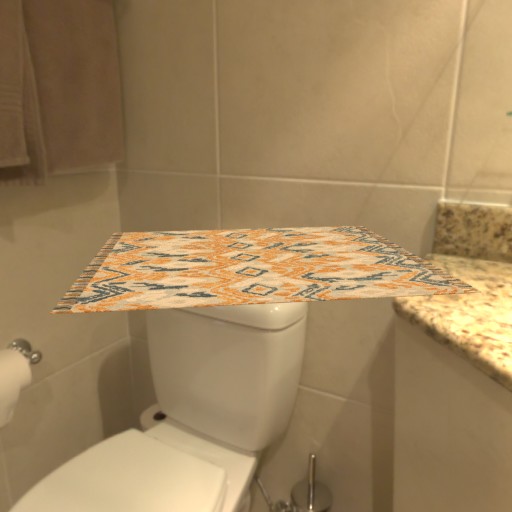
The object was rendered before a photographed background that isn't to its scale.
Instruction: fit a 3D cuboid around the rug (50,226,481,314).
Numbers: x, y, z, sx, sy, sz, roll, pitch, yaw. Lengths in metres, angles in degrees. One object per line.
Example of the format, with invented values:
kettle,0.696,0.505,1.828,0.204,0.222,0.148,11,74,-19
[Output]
rug,0.000,0.000,4.242,3.048,0.010,2.439,-2,16,-7
